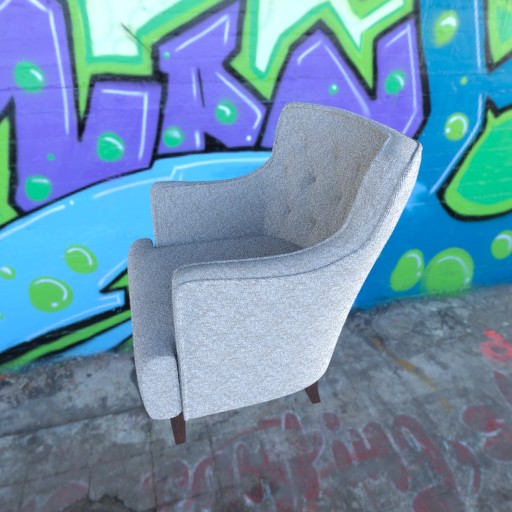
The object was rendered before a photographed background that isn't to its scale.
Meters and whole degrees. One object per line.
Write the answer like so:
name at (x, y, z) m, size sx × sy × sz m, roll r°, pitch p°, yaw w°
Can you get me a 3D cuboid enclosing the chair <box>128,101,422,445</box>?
chair at (0.000, 0.000, 1.613) m, size 0.910 × 0.920 × 0.820 m, roll -8°, pitch 30°, yaw -14°
